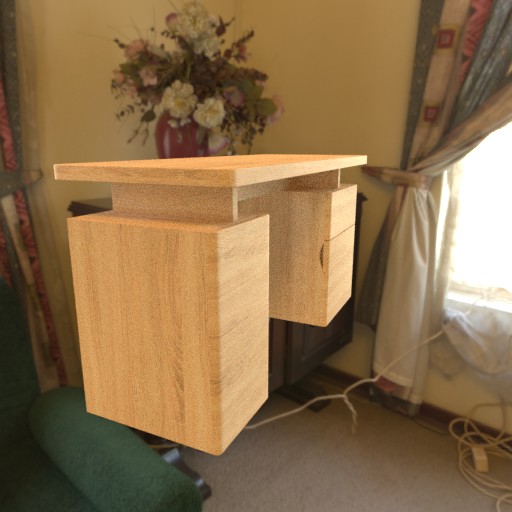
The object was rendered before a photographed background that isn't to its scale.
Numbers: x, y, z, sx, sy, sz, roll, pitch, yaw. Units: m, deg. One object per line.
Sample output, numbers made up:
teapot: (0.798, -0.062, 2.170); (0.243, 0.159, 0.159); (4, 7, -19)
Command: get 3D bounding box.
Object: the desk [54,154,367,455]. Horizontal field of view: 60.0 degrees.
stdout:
desk: (0.000, 0.000, 1.769); (0.550, 0.760, 1.400); (7, 16, 25)
